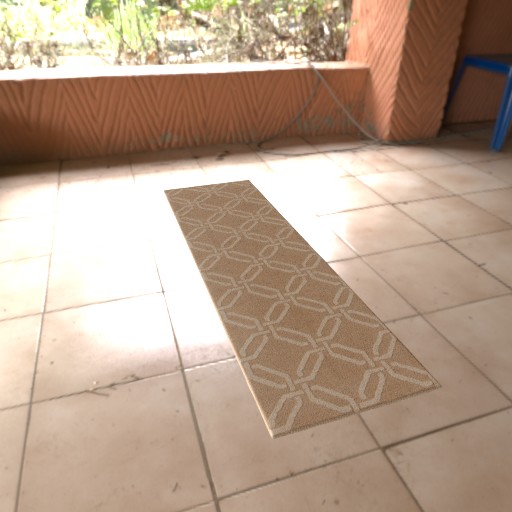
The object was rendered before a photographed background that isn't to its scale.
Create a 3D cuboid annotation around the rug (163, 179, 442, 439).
[{"bbox_3d":[0.000,0.000,2.478,0.678,0.014,2.276,-10,32,-16],"label":"rug"}]
